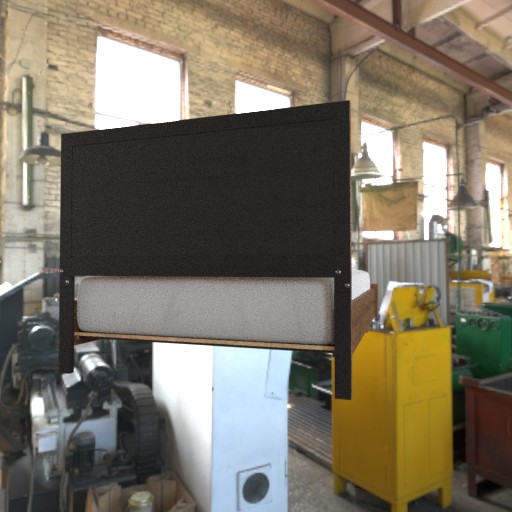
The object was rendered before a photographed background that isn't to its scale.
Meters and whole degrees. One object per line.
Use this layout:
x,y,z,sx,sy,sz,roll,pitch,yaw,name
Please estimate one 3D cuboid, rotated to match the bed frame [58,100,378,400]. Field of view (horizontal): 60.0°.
0.000,0.000,3.432,1.696,1.417,2.276,0,-2,18,bed frame
